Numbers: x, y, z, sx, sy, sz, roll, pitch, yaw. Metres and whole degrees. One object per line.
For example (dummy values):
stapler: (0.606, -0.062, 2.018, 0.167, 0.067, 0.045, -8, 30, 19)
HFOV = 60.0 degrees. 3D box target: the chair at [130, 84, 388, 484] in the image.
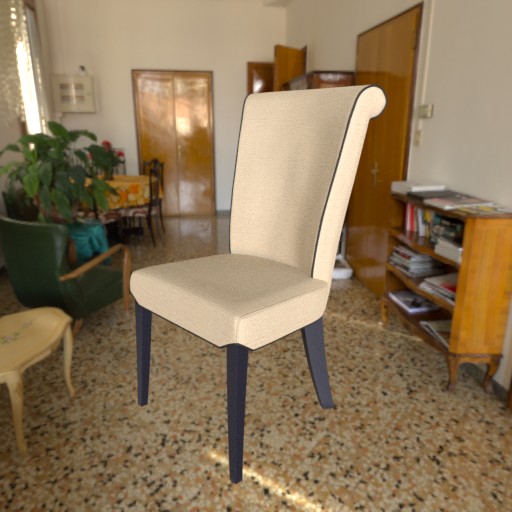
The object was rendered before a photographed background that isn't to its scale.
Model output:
chair: (0.000, 0.000, 1.371, 0.623, 0.997, 0.522, -15, 22, -42)
